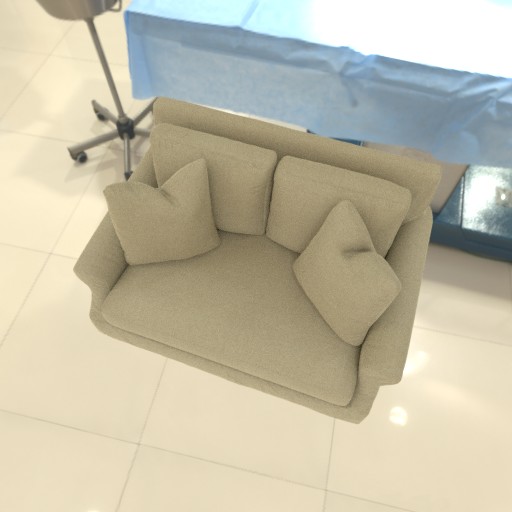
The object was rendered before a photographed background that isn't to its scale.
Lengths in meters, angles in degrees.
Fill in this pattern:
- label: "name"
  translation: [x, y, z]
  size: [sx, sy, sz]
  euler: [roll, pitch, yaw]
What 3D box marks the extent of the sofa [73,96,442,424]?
- label: "sofa"
  translation: [0.000, 0.000, 2.176]
  size: [1.550, 0.905, 1.070]
  euler: [17, 60, 10]
